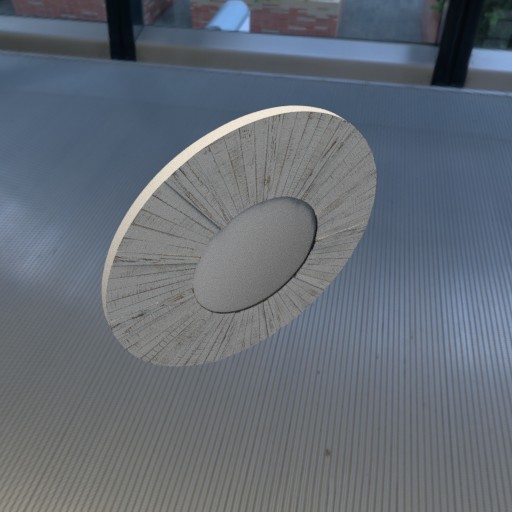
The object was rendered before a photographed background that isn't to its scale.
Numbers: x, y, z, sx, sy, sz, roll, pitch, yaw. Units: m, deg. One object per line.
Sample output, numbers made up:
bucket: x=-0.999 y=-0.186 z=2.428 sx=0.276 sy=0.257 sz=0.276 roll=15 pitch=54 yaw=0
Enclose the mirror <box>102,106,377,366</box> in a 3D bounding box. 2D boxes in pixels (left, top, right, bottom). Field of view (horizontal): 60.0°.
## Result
mirror: x=0.000 y=0.000 z=1.329 sx=0.914 sy=0.914 sz=0.038 roll=-25 pitch=52 yaw=-22
